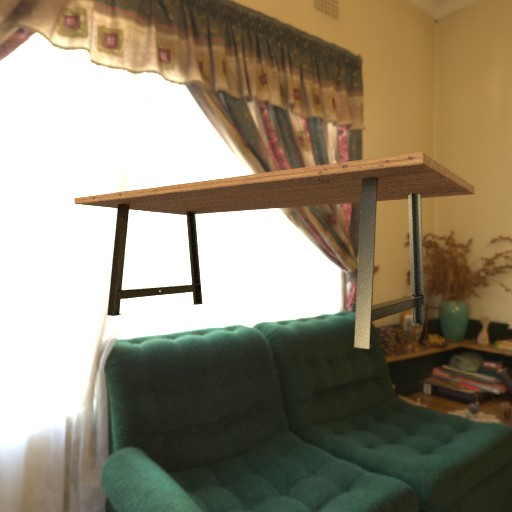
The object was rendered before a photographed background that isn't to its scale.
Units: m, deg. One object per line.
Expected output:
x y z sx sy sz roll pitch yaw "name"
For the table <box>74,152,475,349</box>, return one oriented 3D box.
0.000 0.000 2.638 2.200 0.757 1.000 0 0 36 "table"
